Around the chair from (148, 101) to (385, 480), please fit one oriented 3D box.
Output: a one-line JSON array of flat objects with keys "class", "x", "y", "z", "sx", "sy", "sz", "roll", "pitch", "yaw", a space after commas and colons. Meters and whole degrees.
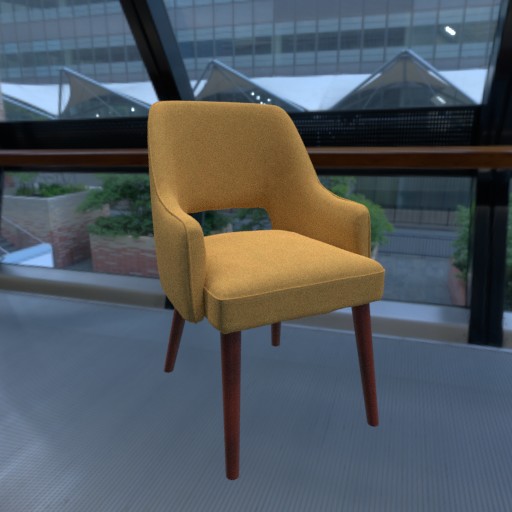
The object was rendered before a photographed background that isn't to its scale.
[{"class": "chair", "x": 0.000, "y": 0.000, "z": 1.238, "sx": 0.548, "sy": 0.849, "sz": 0.605, "roll": -8, "pitch": 17, "yaw": -26}]
